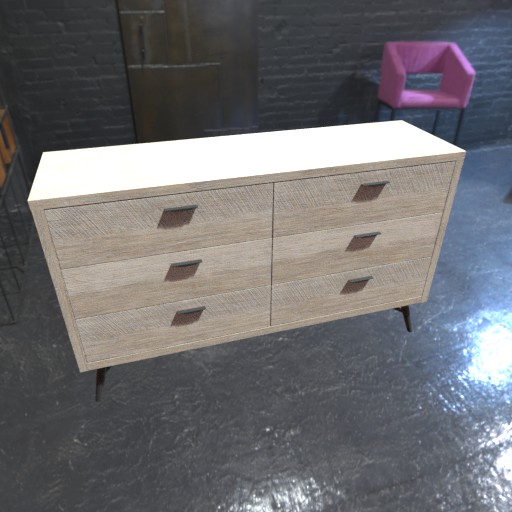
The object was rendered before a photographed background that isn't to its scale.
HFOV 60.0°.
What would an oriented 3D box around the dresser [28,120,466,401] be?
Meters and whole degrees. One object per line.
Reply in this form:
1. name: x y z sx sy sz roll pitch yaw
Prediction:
1. dresser: 0.000 0.000 1.899 1.524 0.914 0.457 -9 33 -14
